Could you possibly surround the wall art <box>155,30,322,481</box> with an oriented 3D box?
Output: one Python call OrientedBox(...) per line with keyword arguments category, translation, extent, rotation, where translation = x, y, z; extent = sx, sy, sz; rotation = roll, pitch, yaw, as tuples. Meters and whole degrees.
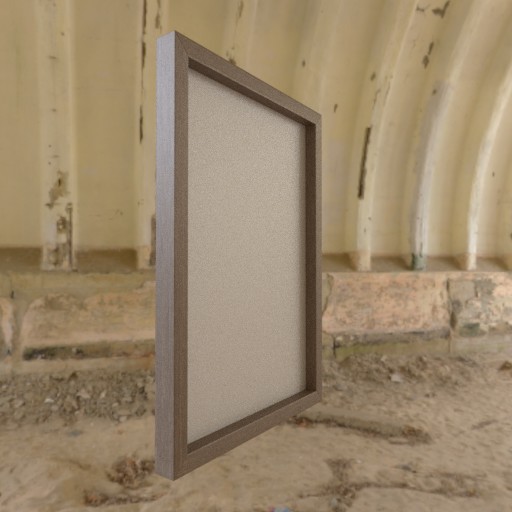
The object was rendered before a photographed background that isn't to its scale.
OrientedBox(category="wall art", translation=(0.000, 0.000, 0.655), extent=(0.032, 0.510, 0.358), rotation=(-1, -1, 36))
